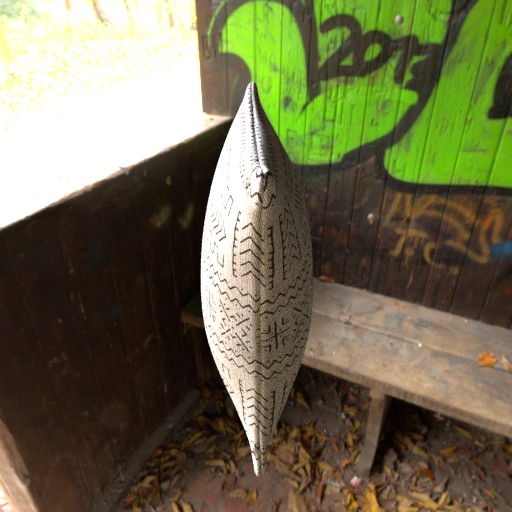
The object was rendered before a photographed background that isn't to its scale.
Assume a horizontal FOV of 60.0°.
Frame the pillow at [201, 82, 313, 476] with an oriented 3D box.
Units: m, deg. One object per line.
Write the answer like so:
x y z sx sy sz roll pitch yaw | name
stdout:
0.000 0.000 0.666 0.164 0.430 0.438 -1 32 -2 | pillow
